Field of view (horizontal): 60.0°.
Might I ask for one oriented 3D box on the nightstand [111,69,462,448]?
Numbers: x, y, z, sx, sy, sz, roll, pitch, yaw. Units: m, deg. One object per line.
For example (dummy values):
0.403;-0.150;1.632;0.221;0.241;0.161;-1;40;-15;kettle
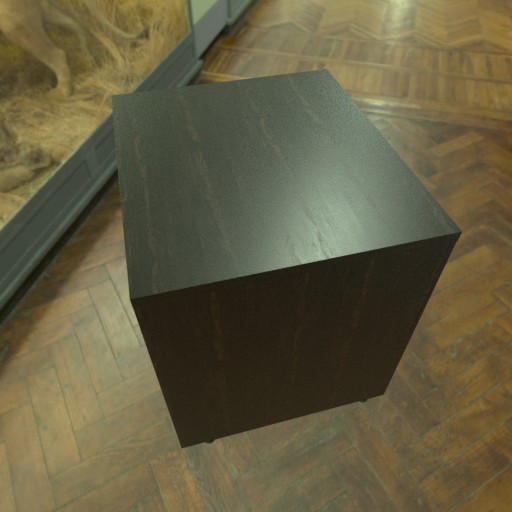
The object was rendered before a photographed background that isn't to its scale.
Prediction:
0.000;0.000;0.879;0.427;0.487;0.489;-11;48;-10;nightstand
